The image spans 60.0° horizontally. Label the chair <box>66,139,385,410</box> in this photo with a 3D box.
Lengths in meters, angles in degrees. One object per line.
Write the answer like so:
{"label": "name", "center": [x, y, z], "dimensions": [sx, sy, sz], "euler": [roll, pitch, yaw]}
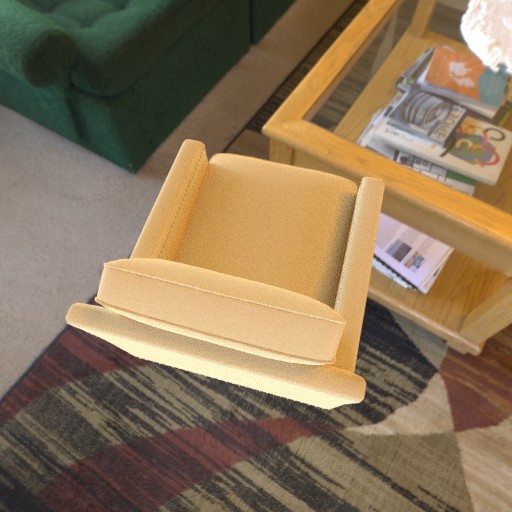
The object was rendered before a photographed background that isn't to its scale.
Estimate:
{"label": "chair", "center": [0.000, 0.000, 1.705], "dimensions": [0.853, 0.943, 1.014], "euler": [13, 63, 7]}
